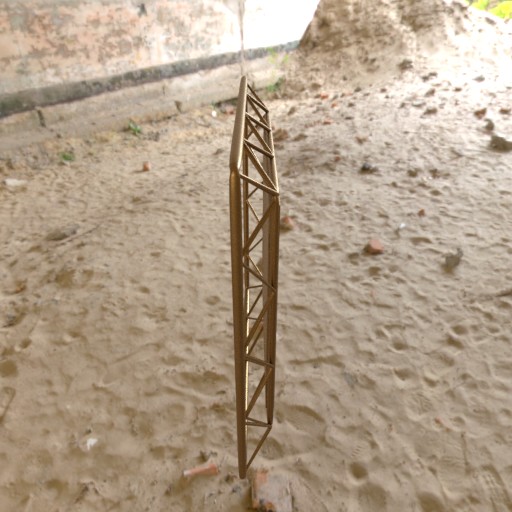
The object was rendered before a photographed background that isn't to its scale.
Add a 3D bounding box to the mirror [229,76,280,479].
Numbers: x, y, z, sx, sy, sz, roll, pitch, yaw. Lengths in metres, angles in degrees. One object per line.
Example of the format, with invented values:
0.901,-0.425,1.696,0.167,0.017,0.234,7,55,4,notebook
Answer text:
0.000,0.000,0.626,0.046,0.414,0.416,0,31,0,mirror
